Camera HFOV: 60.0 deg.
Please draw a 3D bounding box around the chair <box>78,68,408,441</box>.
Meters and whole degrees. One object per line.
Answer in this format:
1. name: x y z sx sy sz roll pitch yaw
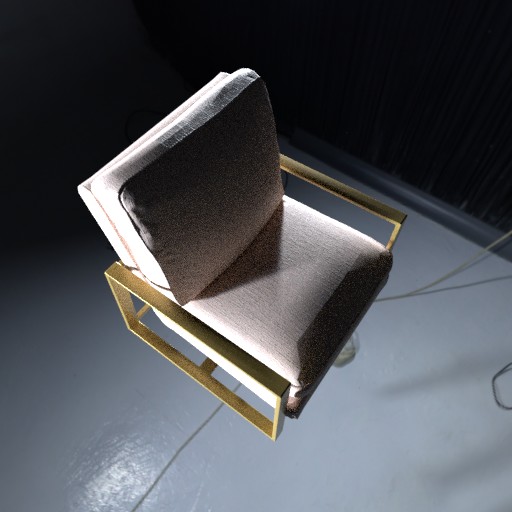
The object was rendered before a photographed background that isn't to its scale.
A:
1. chair: 0.000 0.000 1.539 0.813 0.956 0.758 32 63 19
